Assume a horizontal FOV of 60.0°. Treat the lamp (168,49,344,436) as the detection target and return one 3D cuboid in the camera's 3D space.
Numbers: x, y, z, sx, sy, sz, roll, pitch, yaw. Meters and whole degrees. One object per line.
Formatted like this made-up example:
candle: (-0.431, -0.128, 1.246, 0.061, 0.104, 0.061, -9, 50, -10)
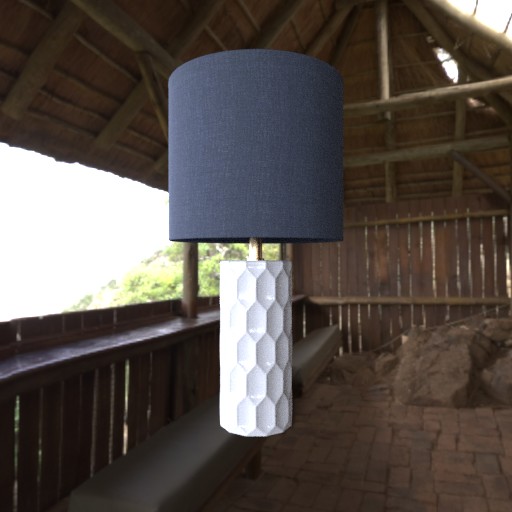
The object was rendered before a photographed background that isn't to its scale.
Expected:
lamp: (0.000, 0.000, 0.712, 0.277, 0.537, 0.277, 0, 0, 0)
